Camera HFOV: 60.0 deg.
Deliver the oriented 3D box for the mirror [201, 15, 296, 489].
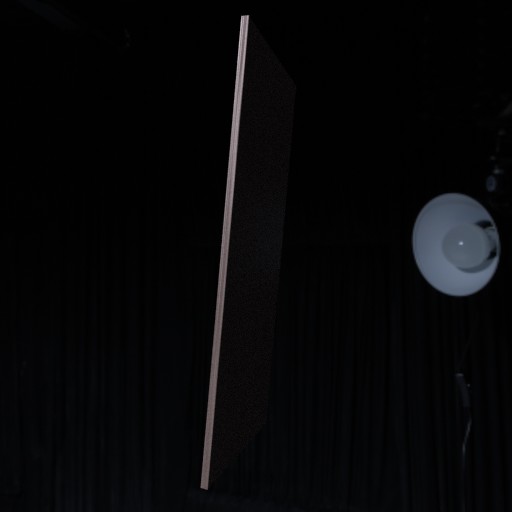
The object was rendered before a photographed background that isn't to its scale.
[{"bbox_3d":[0.000,0.000,2.274,0.221,2.020,0.812,0,0,19],"label":"mirror"}]
